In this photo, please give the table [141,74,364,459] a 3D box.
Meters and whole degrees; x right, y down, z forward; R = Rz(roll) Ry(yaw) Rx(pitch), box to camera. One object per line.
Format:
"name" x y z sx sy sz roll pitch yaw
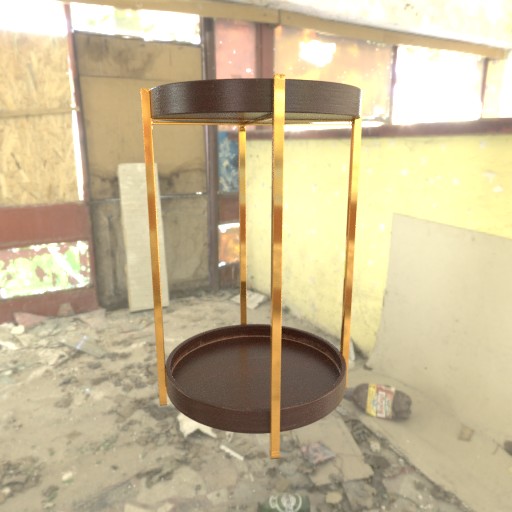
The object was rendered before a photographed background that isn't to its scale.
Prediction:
"table" 0.000 0.000 0.867 0.400 0.610 0.400 -2 14 -9
